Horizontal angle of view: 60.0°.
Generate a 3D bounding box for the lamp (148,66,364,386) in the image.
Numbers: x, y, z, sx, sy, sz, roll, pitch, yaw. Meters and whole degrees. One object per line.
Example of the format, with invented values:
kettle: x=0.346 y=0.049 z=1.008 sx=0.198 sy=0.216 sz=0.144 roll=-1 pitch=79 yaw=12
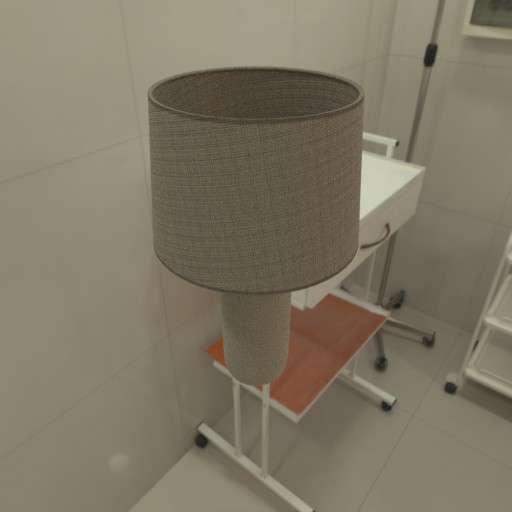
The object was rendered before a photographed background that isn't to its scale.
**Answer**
lamp: x=0.000 y=0.000 z=0.835 sx=0.367 sy=0.609 sz=0.367 roll=0 pitch=34 yaw=0
